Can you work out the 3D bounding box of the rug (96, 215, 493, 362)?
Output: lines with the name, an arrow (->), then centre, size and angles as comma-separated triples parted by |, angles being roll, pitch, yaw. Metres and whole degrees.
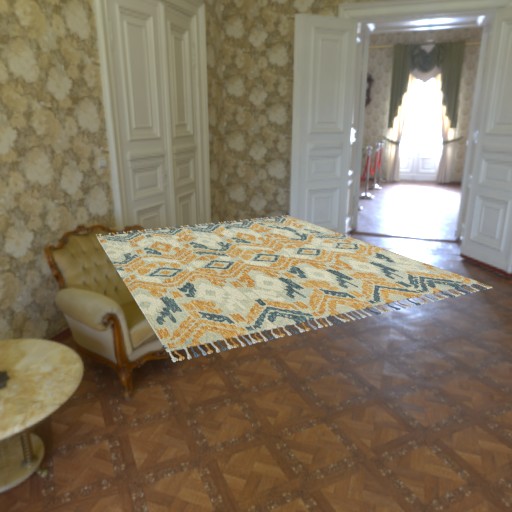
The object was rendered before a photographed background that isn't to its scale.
rug -> 0.000, 0.000, 4.080 | 2.439, 0.010, 3.048 | -8, 18, -25
